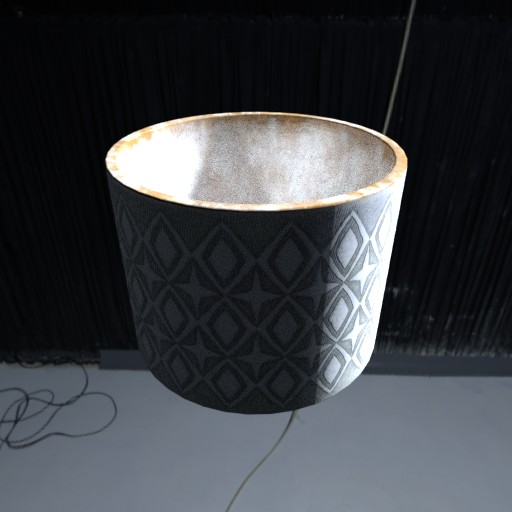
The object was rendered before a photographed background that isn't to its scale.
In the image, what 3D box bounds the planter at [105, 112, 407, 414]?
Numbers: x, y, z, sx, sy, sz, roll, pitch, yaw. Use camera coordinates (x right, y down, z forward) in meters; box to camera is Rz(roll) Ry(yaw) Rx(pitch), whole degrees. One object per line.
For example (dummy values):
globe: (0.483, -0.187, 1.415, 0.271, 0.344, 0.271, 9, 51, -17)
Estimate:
planter: (0.000, 0.000, 0.445, 0.255, 0.223, 0.255, 0, 31, 0)
